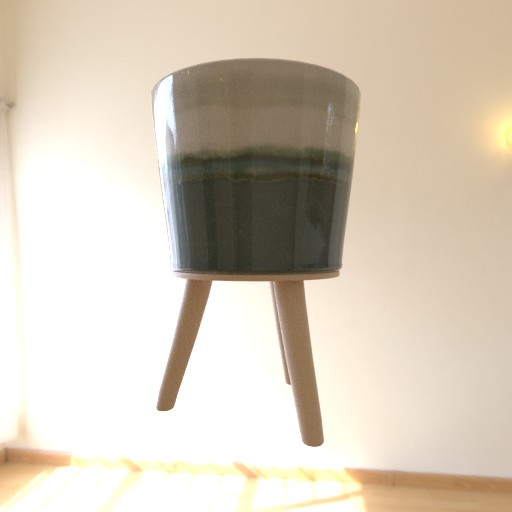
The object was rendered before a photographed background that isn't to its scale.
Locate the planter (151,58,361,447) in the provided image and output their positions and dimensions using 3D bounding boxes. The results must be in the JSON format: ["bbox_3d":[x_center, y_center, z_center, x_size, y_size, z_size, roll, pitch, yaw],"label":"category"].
[{"bbox_3d":[0.000,0.000,0.472,0.217,0.331,0.217,0,1,-18],"label":"planter"}]
